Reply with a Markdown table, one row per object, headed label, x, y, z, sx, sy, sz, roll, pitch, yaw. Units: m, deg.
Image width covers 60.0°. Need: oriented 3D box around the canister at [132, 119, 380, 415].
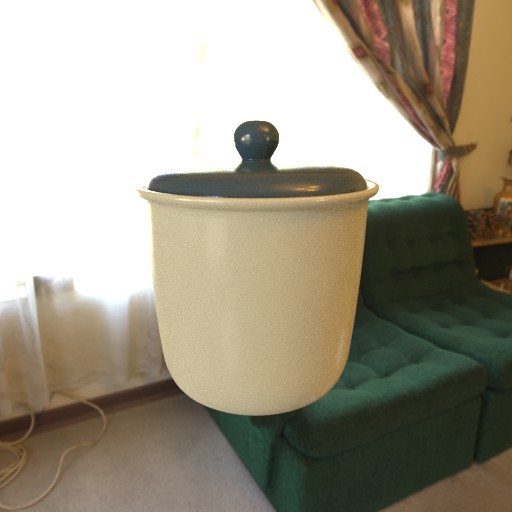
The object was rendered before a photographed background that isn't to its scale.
| label | x | y | z | sx | sy | sz | roll | pitch | yaw |
| --- | --- | --- | --- | --- | --- | --- | --- | --- | --- |
| canister | 0.000 | 0.000 | 0.353 | 0.182 | 0.208 | 0.182 | 0 | 16 | 0 |
